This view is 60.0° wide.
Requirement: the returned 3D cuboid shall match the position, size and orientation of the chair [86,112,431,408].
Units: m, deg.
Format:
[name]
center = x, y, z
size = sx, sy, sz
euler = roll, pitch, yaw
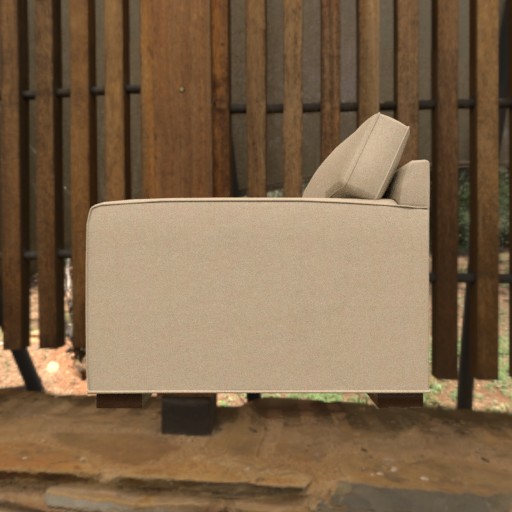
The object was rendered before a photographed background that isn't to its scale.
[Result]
[chair]
center = 0.000, 0.000, 1.810
size = 1.043, 0.913, 0.998
euler = 0, 0, 0
